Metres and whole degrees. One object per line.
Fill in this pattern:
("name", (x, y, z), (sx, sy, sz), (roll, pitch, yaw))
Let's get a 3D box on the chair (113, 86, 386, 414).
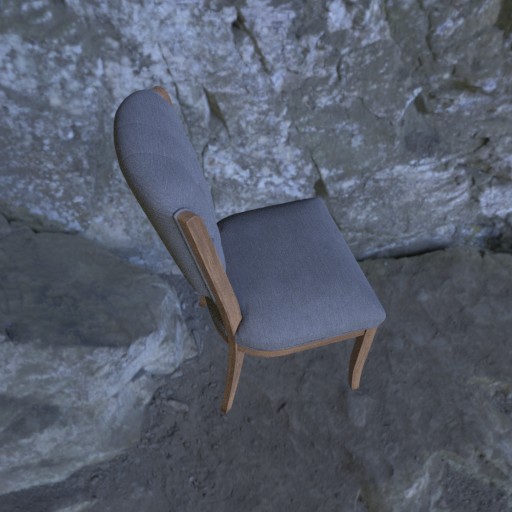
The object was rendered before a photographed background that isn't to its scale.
("chair", (0.000, 0.000, 1.241), (0.584, 0.905, 0.513), (-11, 48, -10))
